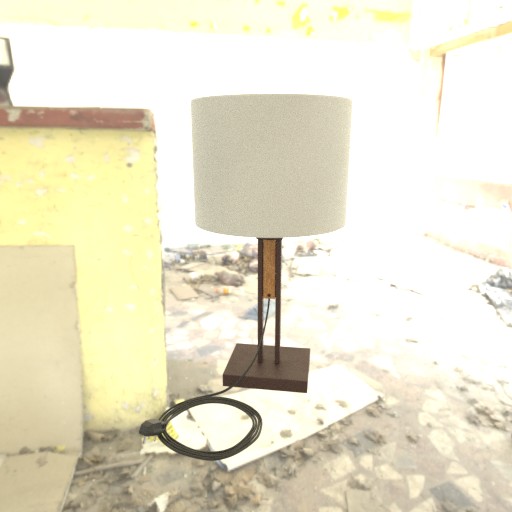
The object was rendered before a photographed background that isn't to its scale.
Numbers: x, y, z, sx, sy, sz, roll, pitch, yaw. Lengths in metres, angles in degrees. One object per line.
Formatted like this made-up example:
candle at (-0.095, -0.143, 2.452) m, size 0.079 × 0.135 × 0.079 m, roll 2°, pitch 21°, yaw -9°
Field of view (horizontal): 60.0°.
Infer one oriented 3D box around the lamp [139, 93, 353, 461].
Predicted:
lamp at (0.000, 0.000, 0.991) m, size 0.396 × 0.668 × 0.525 m, roll 2°, pitch 15°, yaw 9°
